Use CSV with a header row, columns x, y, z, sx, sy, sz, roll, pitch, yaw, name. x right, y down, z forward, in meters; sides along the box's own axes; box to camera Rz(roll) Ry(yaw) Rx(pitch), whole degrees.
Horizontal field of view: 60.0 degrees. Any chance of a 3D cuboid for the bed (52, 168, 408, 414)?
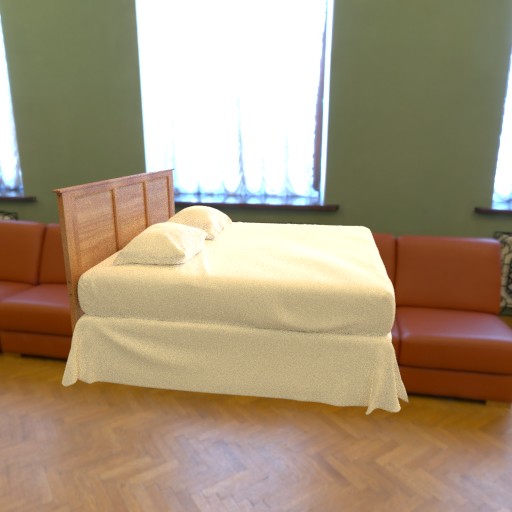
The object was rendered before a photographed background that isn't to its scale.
x,y,z,sx,sy,sz,roll,pitch,yaw,name
0.000,0.000,3.652,2.215,1.270,2.317,3,15,10,bed
